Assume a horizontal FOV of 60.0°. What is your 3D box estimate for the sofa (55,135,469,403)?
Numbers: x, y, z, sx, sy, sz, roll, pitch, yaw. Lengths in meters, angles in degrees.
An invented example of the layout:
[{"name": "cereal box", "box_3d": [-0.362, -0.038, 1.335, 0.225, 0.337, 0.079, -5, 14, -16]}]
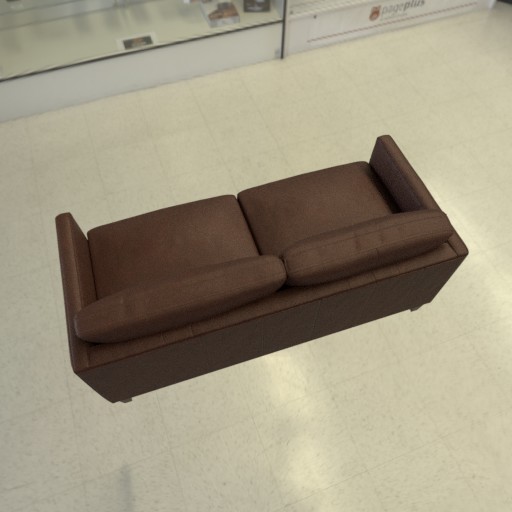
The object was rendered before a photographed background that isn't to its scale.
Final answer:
[{"name": "sofa", "box_3d": [0.000, 0.000, 2.476, 1.971, 0.863, 0.923, -16, 60, -9]}]
